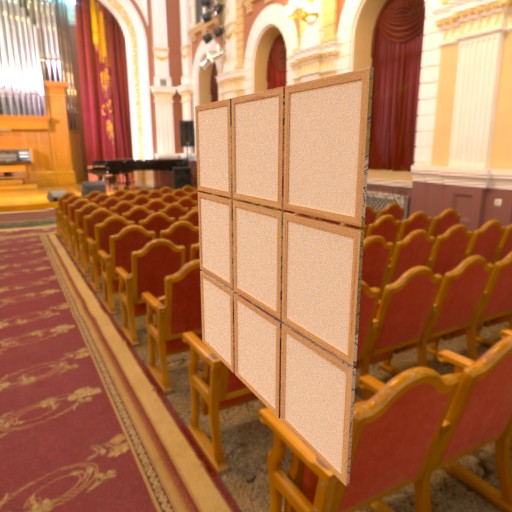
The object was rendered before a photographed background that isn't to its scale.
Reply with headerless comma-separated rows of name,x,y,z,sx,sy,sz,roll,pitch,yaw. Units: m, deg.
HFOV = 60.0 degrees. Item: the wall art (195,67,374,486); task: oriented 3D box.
wall art,0.000,0.000,1.754,0.013,1.218,1.206,-7,16,-27
